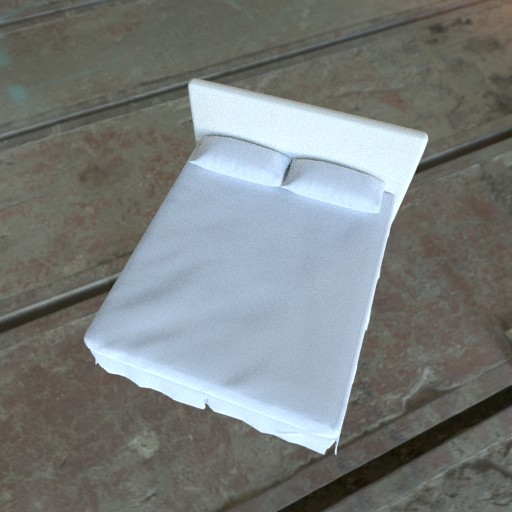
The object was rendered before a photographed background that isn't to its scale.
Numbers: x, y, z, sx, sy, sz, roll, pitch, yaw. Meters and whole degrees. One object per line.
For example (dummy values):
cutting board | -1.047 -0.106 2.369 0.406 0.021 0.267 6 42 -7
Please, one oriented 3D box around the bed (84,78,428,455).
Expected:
bed | 0.000 0.000 3.625 2.119 1.317 2.341 17 60 10
